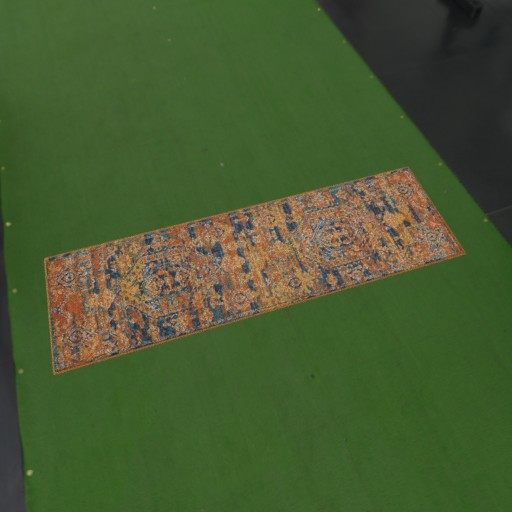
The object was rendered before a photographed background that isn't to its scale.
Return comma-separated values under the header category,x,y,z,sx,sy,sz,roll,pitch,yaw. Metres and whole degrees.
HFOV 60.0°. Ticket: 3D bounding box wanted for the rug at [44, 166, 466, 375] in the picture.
category,x,y,z,sx,sy,sz,roll,pitch,yaw
rug,0.000,0.000,1.994,1.820,0.013,0.556,-15,60,-9
